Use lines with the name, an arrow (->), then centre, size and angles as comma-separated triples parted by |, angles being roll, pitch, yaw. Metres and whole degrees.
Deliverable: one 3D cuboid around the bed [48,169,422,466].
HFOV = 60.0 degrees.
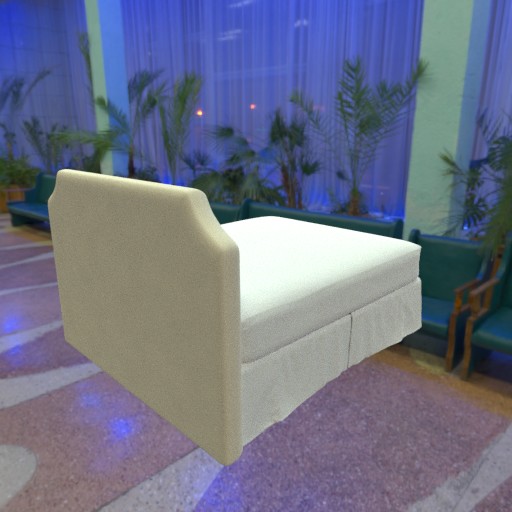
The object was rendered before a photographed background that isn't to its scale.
bed -> 0.000, 0.000, 3.234 | 2.209, 1.296, 1.827 | -15, 22, -43
